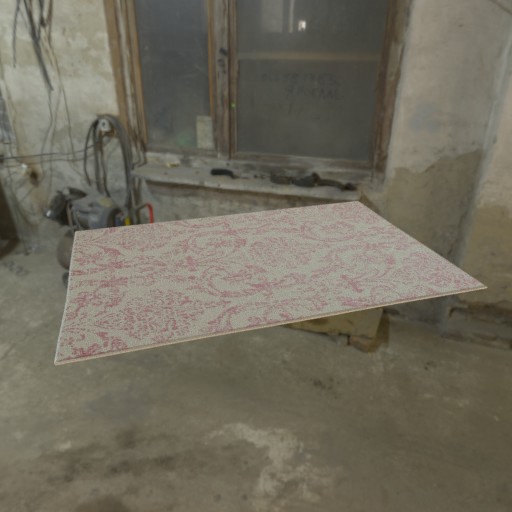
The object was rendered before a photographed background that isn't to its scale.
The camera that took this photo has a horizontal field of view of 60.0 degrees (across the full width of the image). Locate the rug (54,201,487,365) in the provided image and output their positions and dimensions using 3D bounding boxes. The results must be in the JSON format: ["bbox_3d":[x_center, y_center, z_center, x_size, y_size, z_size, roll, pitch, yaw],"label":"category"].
[{"bbox_3d":[0.000,0.000,2.307,1.839,0.012,1.219,-8,28,-15],"label":"rug"}]
